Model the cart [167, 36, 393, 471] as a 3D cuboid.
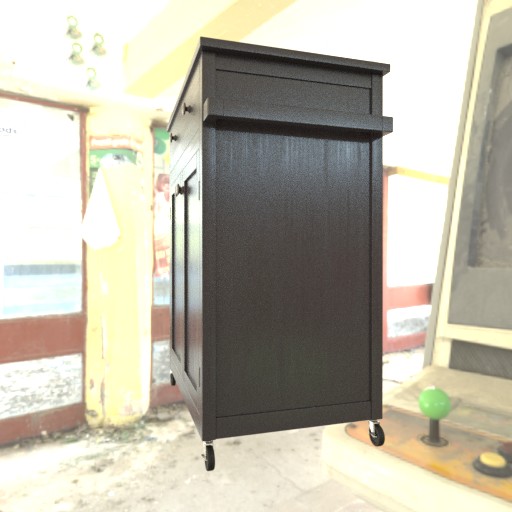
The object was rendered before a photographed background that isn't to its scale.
[{"bbox_3d":[0.000,0.000,1.248,0.449,0.878,0.690,0,0,-17],"label":"cart"}]
